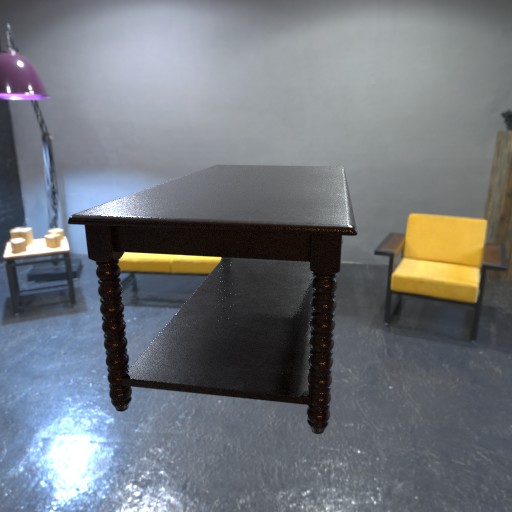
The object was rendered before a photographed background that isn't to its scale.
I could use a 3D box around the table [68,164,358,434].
[{"bbox_3d":[0.000,0.000,1.470,0.580,0.487,1.171,3,17,9],"label":"table"}]
